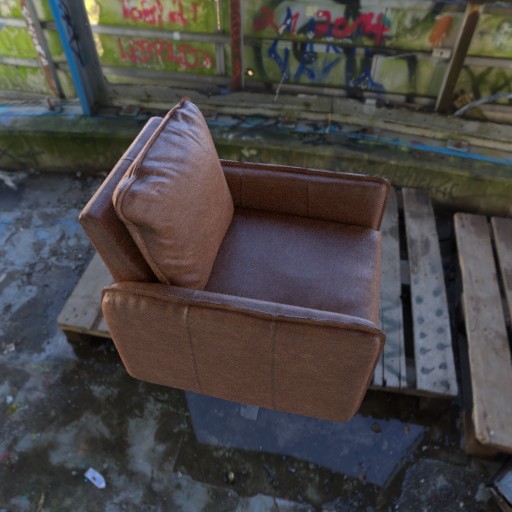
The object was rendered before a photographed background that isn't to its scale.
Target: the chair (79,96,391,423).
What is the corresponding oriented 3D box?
[{"bbox_3d":[0.000,0.000,1.635,0.922,0.922,0.830,9,48,9],"label":"chair"}]
